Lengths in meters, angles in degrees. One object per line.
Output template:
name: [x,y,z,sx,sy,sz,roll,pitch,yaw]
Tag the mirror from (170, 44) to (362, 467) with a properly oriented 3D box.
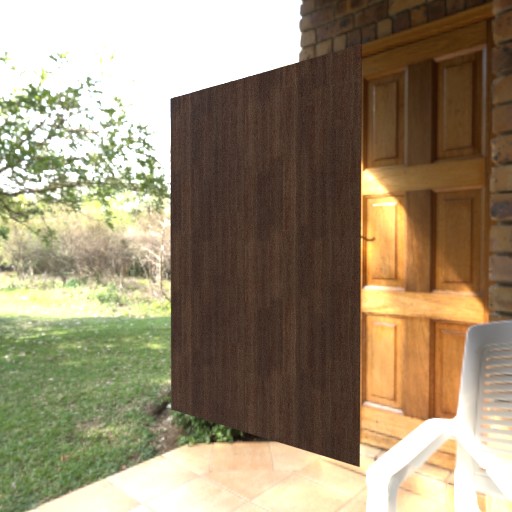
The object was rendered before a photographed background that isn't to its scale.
mirror: [0.000,0.000,1.267,0.651,1.010,0.047,1,1,36]
